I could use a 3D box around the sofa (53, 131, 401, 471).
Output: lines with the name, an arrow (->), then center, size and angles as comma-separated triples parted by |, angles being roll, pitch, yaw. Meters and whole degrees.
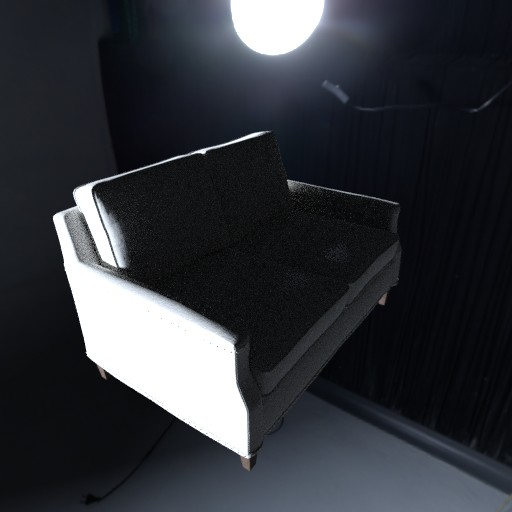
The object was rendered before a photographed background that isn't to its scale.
sofa -> 0.000, 0.000, 2.310 | 1.084, 1.003, 1.597 | 18, 33, 31
